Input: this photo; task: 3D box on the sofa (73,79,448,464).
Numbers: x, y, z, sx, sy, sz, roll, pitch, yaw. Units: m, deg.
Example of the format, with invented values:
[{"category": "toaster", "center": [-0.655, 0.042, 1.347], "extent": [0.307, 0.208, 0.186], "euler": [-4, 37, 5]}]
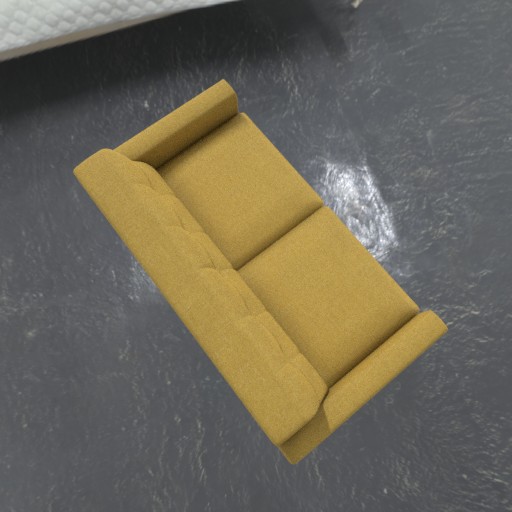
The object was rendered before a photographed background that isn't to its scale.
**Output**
[{"category": "sofa", "center": [0.000, 0.000, 2.157], "extent": [0.909, 0.841, 1.631], "euler": [-37, 77, -10]}]
